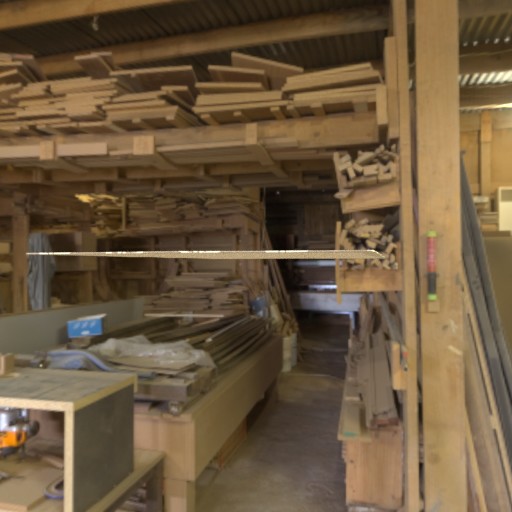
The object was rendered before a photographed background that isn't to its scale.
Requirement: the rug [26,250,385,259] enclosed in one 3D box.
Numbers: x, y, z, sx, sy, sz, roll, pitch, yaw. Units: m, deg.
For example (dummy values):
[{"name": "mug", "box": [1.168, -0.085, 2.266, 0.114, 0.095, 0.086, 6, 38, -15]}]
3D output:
[{"name": "rug", "box": [0.000, 0.000, 4.461, 2.441, 0.020, 3.419, 0, -1, 17]}]
